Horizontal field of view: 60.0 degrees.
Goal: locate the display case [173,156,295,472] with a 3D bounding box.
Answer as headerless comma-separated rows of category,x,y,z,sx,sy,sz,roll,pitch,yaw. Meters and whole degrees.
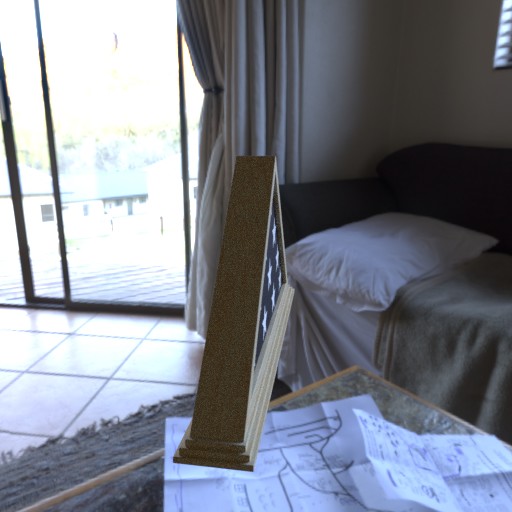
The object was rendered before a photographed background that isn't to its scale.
display case,0.000,0.000,0.772,0.095,0.340,0.640,2,14,9
